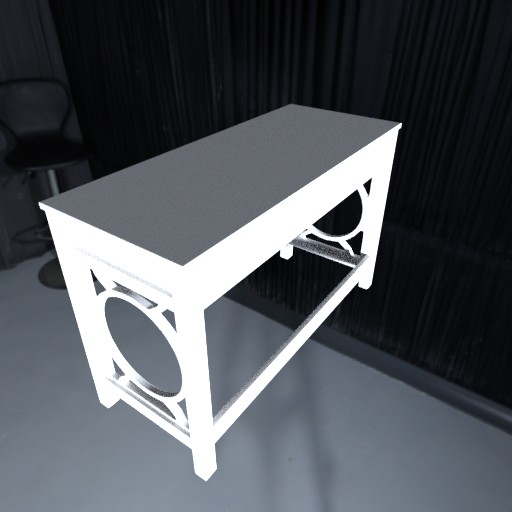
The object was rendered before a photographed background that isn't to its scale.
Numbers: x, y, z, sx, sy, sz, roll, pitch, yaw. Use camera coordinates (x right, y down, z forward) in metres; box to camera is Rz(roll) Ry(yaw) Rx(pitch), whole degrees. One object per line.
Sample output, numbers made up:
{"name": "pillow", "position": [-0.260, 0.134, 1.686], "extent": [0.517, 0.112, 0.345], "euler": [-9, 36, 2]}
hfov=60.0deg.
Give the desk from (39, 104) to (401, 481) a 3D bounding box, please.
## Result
{"name": "desk", "position": [0.000, 0.000, 1.601], "extent": [0.504, 0.762, 1.191], "euler": [21, 38, 29]}
